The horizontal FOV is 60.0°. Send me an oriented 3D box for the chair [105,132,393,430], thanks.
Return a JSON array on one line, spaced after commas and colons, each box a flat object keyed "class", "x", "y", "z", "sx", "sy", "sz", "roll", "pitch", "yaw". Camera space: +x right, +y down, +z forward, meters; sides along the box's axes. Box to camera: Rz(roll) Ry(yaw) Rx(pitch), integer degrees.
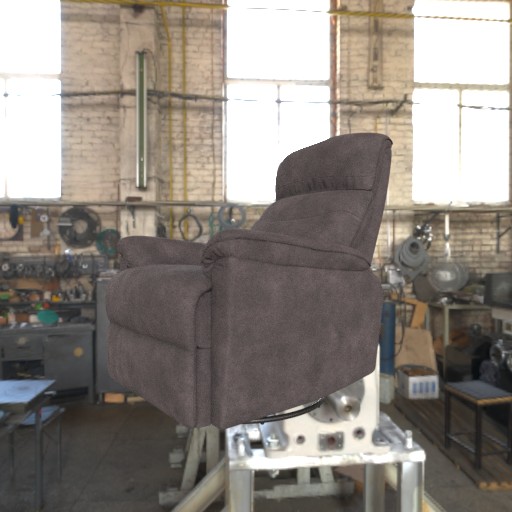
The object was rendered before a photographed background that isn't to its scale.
[{"class": "chair", "x": 0.000, "y": 0.000, "z": 1.725, "sx": 1.009, "sy": 1.035, "sz": 0.830, "roll": 0, "pitch": 1, "yaw": -37}]
